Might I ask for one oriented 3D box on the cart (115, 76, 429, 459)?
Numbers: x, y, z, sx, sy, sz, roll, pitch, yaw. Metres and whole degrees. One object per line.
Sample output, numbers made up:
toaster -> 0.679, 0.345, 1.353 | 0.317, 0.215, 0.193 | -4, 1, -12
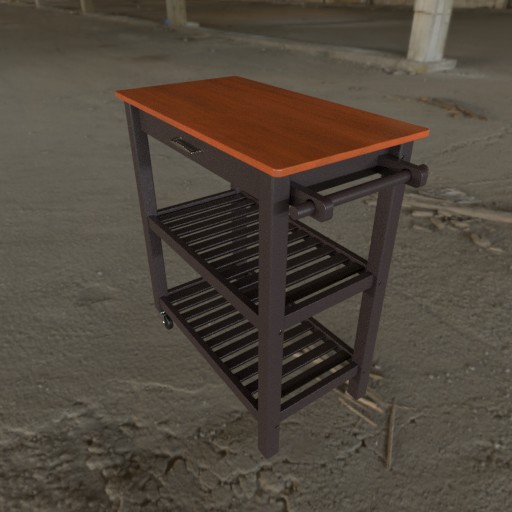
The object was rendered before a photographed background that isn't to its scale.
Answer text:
cart -> 0.000, 0.000, 1.436 | 0.457, 0.927, 0.899 | -21, 37, -29
